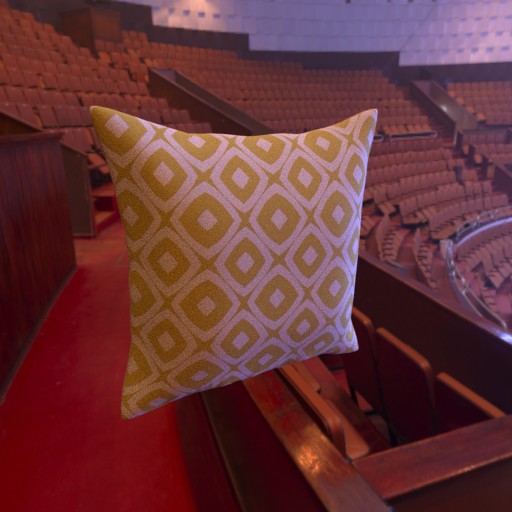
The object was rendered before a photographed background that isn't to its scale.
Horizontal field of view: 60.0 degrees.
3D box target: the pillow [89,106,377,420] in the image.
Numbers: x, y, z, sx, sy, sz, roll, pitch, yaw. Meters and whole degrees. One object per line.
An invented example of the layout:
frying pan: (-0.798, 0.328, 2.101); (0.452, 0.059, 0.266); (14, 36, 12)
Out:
pillow: (0.000, 0.000, 0.775); (0.504, 0.494, 0.188); (-9, 19, -27)
